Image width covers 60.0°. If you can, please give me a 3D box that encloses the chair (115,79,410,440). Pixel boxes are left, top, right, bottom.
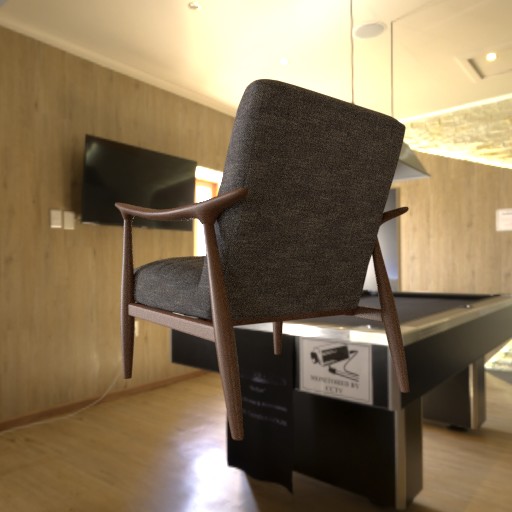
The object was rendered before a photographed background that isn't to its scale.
[{"bbox_3d":[0.000,0.000,1.468,0.741,0.832,0.798,0,-1,-36],"label":"chair"}]
